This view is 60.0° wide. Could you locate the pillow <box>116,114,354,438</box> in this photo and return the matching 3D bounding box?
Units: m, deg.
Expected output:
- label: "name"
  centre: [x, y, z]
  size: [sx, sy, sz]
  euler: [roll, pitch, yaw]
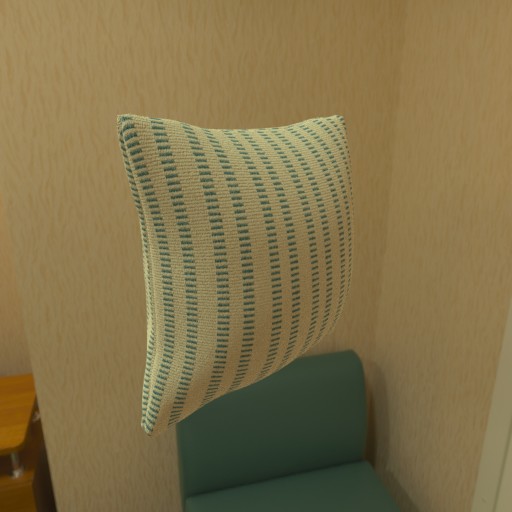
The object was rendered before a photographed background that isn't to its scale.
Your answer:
- label: "pillow"
  centre: [0.000, 0.000, 0.687]
  size: [0.247, 0.419, 0.438]
  euler: [16, 24, 41]
